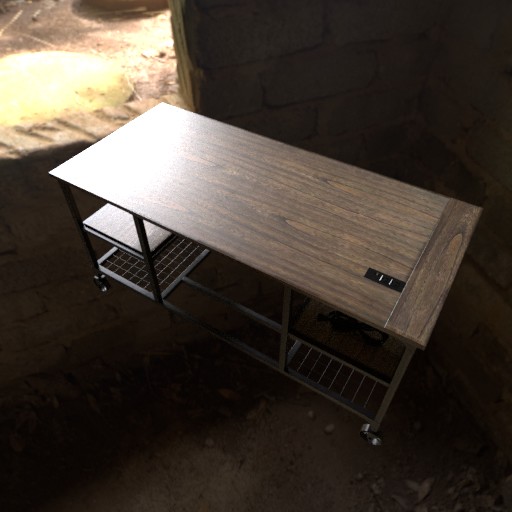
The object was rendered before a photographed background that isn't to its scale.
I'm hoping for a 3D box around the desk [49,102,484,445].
[{"bbox_3d":[0.000,0.000,2.002,1.590,0.751,0.711,24,51,22],"label":"desk"}]
